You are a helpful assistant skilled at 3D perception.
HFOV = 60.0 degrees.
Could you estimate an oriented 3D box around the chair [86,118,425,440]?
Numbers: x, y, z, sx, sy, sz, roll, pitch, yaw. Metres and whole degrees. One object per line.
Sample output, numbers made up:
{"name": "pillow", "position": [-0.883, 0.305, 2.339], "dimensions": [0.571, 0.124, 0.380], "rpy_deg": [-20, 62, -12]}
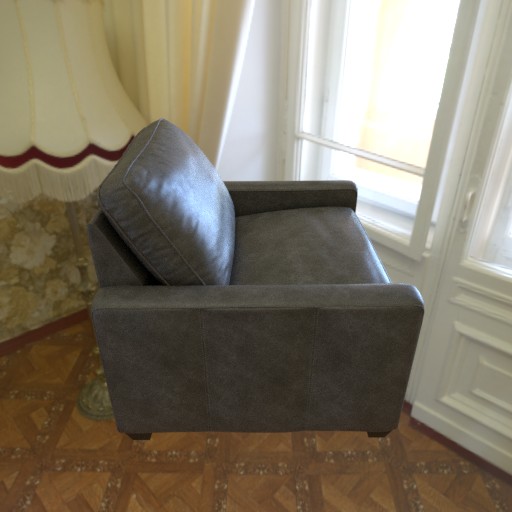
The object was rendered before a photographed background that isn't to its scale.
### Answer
{"name": "chair", "position": [0.000, 0.000, 1.694], "dimensions": [0.939, 0.916, 1.006], "rpy_deg": [0, 30, -1]}
